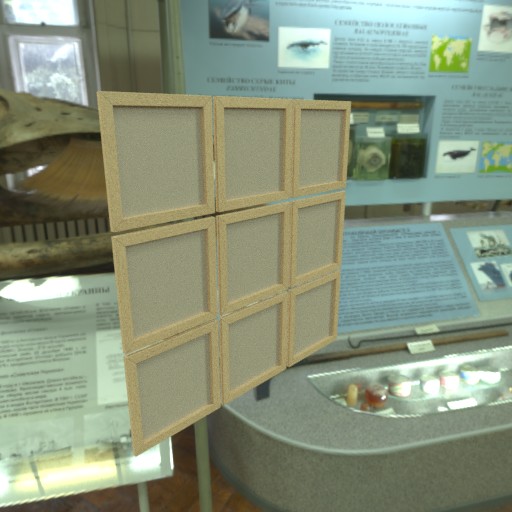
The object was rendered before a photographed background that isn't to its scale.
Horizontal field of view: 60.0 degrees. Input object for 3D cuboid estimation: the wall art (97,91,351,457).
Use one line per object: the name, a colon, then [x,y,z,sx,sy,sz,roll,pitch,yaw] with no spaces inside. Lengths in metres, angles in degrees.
wall art: [0.000,0.000,1.795,0.016,1.207,1.217,17,24,42]
